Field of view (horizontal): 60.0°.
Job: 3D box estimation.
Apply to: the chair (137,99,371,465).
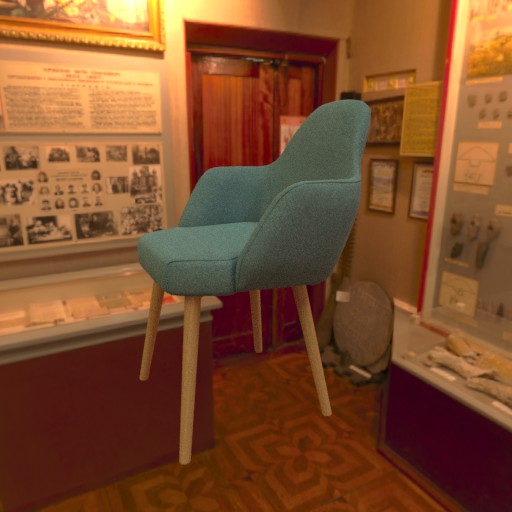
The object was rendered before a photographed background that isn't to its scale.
[{"bbox_3d":[0.000,0.000,1.353,0.666,0.920,0.589,-8,17,-26],"label":"chair"}]
